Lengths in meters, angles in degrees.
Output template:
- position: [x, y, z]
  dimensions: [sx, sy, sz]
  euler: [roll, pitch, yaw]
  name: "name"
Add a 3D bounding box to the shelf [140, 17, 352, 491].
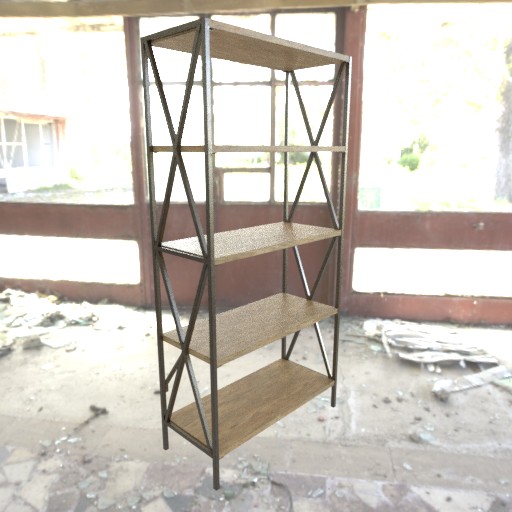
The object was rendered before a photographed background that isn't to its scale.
- position: [0.000, 0.000, 2.078]
  dimensions: [0.386, 1.803, 0.874]
  euler: [13, 18, 43]
  name: "shelf"
